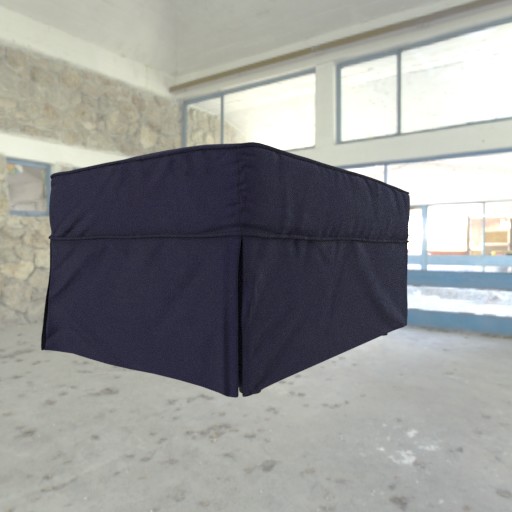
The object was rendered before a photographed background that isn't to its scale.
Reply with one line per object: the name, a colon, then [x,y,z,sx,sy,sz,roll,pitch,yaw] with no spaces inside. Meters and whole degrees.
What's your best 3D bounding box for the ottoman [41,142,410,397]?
ottoman: [0.000,0.000,1.279,0.637,0.503,0.938,1,1,36]
